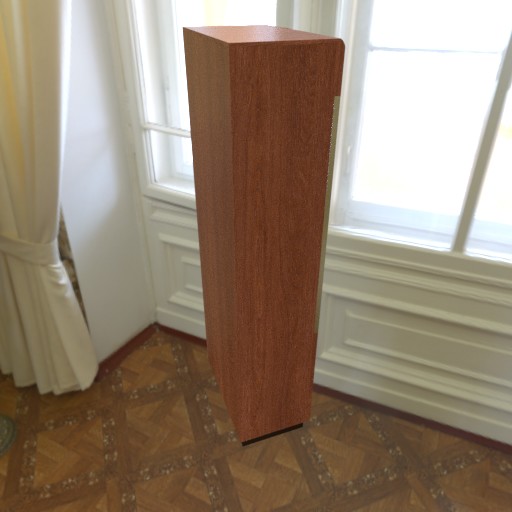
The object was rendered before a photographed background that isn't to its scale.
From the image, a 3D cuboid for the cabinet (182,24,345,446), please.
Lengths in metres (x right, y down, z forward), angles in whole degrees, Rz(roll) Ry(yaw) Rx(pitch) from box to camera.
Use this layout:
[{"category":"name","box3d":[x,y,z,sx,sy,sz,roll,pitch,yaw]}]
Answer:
[{"category":"cabinet","box3d":[0.000,0.000,2.186,0.420,1.980,0.660,-11,33,-17]}]
